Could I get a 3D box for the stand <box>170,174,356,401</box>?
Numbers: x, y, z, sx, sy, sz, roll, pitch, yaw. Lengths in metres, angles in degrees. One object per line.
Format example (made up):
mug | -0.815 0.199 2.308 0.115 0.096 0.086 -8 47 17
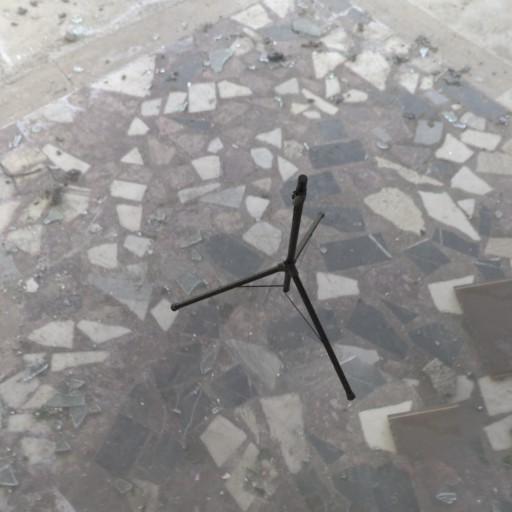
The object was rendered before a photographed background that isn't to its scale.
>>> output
stand | 0.000 0.000 2.820 1.339 1.595 1.596 -3 63 -1
